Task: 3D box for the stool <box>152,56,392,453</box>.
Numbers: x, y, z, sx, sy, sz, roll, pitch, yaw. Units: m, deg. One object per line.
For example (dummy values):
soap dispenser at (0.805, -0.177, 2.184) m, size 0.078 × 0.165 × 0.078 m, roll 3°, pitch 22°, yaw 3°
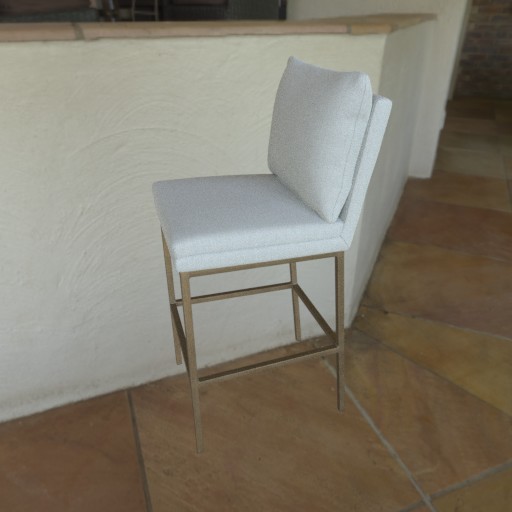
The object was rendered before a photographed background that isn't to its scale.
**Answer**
stool at (0.000, 0.000, 1.413) m, size 0.572 × 1.125 × 0.463 m, roll -9°, pitch 31°, yaw -16°
